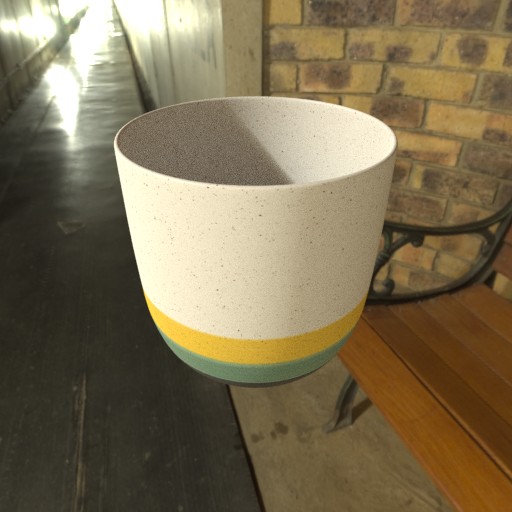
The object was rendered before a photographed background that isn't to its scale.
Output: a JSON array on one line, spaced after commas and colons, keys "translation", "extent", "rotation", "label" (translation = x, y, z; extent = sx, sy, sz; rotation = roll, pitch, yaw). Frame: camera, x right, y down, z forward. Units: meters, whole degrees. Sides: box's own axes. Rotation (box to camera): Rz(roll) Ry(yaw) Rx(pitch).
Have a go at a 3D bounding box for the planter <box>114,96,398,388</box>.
[{"translation": [0.000, 0.000, 0.372], "extent": [0.195, 0.214, 0.195], "rotation": [0, 33, 0], "label": "planter"}]
